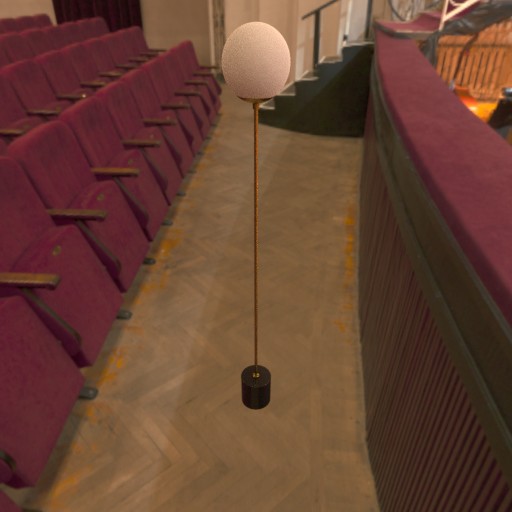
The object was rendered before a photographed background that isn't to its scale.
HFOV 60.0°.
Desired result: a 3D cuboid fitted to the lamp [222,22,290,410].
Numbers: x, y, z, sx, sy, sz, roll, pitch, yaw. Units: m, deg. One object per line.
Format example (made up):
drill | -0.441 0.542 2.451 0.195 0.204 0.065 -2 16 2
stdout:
lamp | 0.000 0.000 1.868 0.229 1.748 0.229 2 32 3
